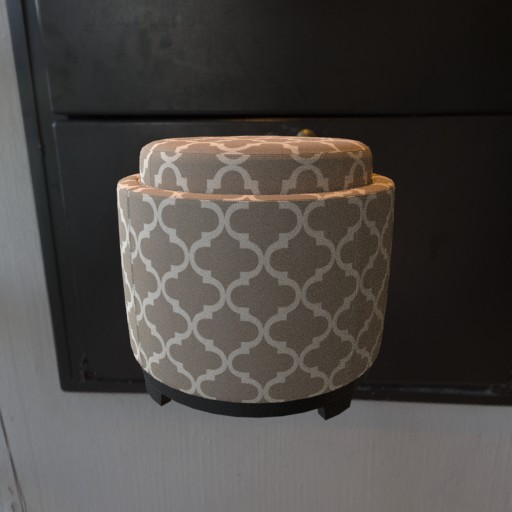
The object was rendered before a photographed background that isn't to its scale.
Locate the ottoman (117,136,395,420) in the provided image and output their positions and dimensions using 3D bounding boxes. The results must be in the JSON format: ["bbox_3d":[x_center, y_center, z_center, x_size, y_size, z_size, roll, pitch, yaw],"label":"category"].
[{"bbox_3d":[0.000,0.000,0.826,0.480,0.429,0.480,0,17,0],"label":"ottoman"}]
